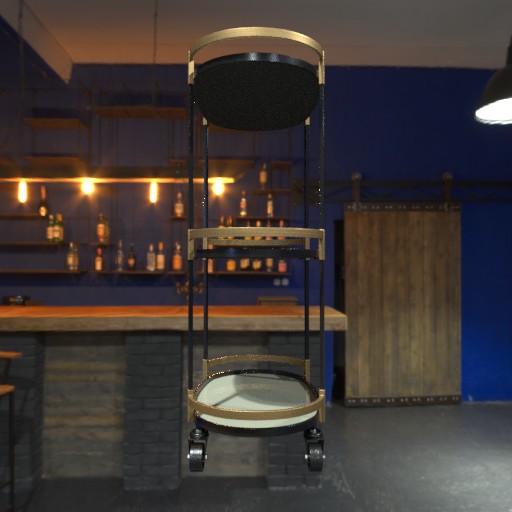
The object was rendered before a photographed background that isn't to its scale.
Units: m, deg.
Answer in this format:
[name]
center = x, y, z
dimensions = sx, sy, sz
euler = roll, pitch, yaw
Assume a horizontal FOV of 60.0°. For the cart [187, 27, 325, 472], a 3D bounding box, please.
[cart]
center = 0.000, 0.000, 1.110
dimensions = 0.311, 0.885, 0.515
euler = 0, -1, 0
